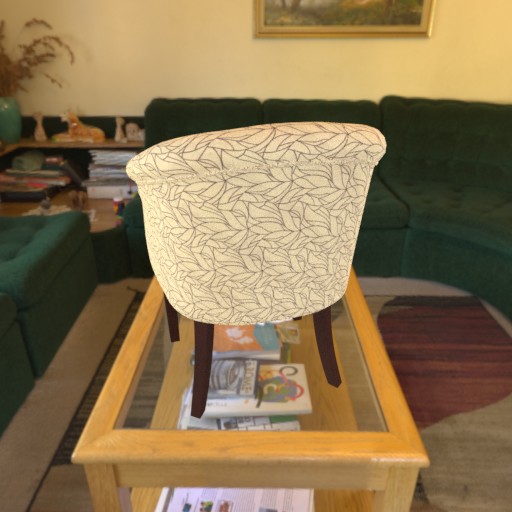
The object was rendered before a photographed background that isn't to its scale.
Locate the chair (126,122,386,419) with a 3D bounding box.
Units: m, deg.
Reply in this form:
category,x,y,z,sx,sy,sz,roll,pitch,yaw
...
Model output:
category,x,y,z,sx,sy,sz,roll,pitch,yaw
chair,0.000,0.000,1.336,0.686,0.858,0.613,-8,27,-15
